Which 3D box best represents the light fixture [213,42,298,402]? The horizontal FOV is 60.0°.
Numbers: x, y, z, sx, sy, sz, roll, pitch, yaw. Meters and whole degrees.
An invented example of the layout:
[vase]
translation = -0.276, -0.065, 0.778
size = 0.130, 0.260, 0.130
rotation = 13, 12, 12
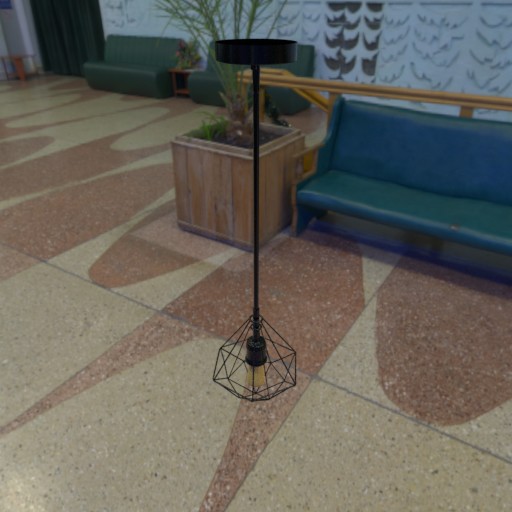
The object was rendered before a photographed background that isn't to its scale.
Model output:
[light fixture]
translation = 0.000, 0.000, 2.021
size = 0.487, 1.764, 0.431
rotation = 19, 35, 29
